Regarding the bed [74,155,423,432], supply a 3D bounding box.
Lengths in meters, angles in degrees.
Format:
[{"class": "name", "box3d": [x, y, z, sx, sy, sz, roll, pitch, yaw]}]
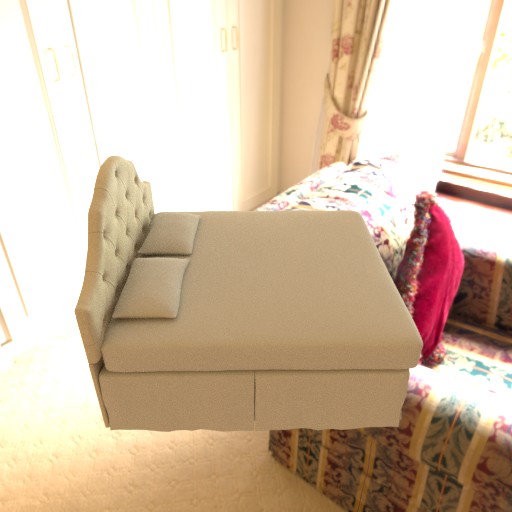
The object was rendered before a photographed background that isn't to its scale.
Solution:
[{"class": "bed", "box3d": [0.000, 0.000, 3.452, 2.086, 1.555, 2.012, 0, 32, -1]}]
